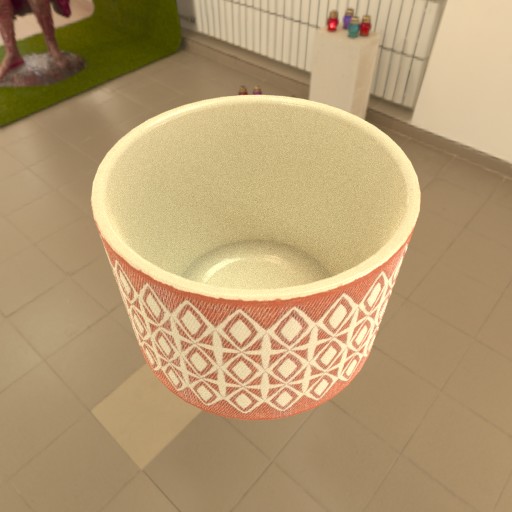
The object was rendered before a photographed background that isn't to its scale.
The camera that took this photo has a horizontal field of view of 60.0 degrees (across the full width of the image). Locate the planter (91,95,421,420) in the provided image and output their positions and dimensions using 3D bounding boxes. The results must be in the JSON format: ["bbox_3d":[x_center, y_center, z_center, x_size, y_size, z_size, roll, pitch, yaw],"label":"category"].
[{"bbox_3d":[0.000,0.000,0.319,0.192,0.148,0.192,0,47,0],"label":"planter"}]
